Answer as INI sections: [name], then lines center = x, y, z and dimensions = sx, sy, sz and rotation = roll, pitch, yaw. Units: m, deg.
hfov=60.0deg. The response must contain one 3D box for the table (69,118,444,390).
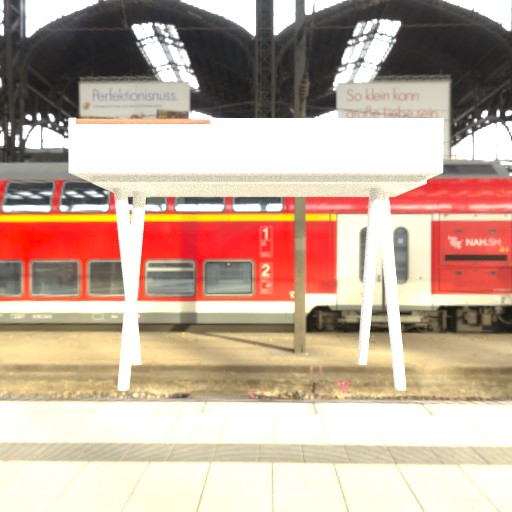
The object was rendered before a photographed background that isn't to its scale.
[table]
center = 0.000, 0.000, 1.470
dimensions = 1.066, 0.785, 0.418
rotation = 0, 0, 0
